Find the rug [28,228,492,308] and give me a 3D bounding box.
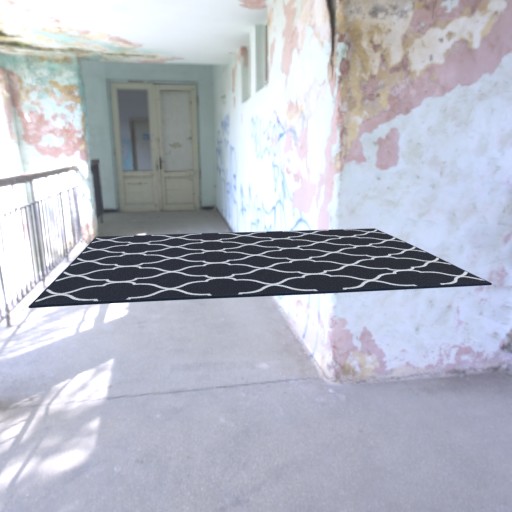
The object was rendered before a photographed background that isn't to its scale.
[{"bbox_3d":[0.000,0.000,2.875,2.290,0.014,1.526,-2,15,-8],"label":"rug"}]
